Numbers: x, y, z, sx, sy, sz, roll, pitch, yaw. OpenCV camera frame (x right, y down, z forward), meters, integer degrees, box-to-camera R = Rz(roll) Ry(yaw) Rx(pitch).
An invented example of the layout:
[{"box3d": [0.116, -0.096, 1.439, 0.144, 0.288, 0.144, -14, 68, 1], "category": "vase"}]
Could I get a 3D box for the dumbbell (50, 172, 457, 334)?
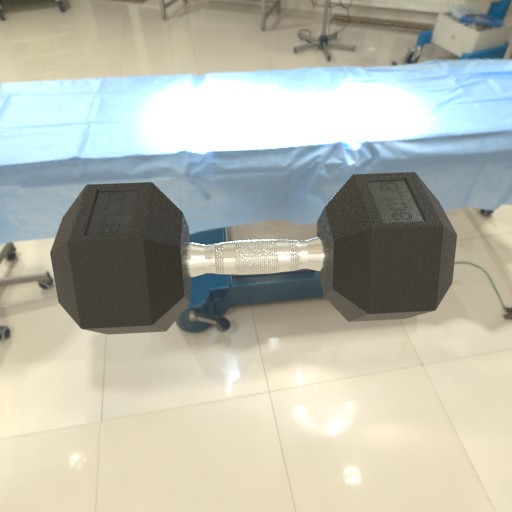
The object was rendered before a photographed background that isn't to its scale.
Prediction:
[{"box3d": [0.000, 0.000, 0.407, 0.337, 0.123, 0.142, -3, 47, -2], "category": "dumbbell"}]
